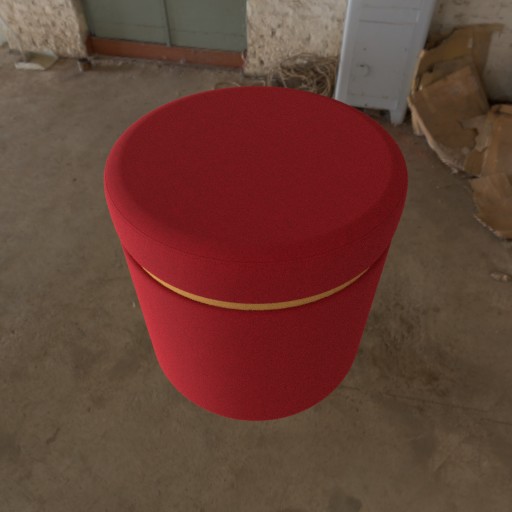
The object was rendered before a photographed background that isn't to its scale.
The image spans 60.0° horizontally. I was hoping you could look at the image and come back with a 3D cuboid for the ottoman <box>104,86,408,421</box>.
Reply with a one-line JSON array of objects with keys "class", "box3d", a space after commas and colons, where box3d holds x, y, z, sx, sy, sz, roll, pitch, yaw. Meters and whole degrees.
[{"class": "ottoman", "box3d": [0.000, 0.000, 0.729, 0.400, 0.406, 0.400, 0, 47, 0]}]
